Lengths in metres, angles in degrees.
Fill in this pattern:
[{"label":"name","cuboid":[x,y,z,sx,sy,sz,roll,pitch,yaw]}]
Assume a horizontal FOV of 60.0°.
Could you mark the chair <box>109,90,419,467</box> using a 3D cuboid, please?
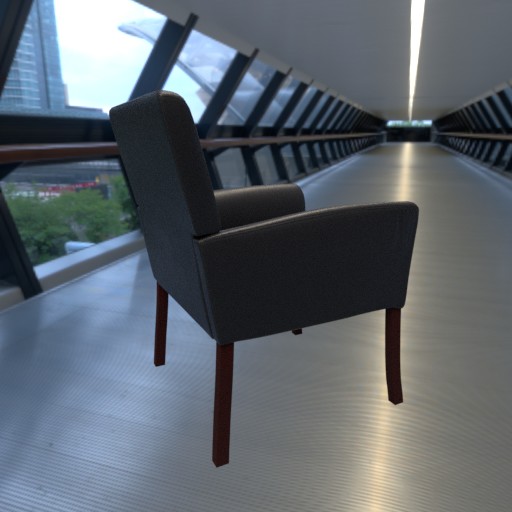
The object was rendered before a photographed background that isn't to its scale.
[{"label":"chair","cuboid":[0.000,0.000,1.471,0.772,0.951,0.683,-7,16,-26]}]
